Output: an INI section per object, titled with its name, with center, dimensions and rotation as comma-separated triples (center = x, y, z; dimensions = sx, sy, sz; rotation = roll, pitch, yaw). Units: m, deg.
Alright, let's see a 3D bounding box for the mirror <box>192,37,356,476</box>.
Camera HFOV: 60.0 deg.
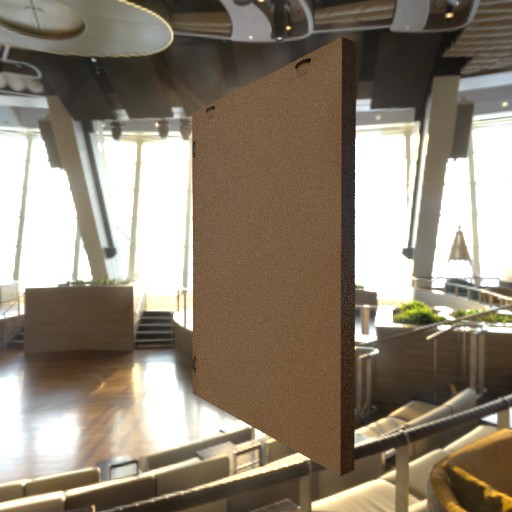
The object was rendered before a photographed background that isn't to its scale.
[mirror]
center = 0.000, 0.000, 0.929
dimensions = 0.039, 0.711, 0.508
rotation = -1, 1, -36
